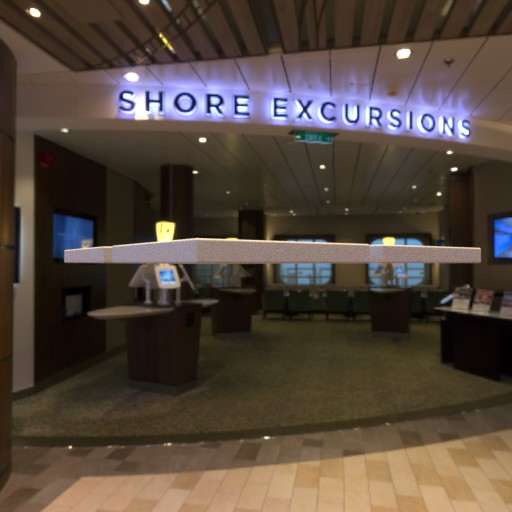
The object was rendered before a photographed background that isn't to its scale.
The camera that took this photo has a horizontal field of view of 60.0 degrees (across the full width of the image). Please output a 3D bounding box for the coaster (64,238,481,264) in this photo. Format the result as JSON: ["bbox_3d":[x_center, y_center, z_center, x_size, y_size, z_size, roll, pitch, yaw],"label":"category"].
[{"bbox_3d":[0.000,0.000,0.322,0.214,0.010,0.219,1,-1,-36],"label":"coaster"}]
